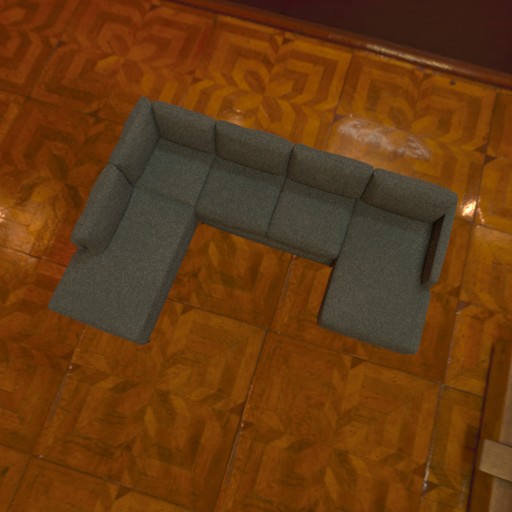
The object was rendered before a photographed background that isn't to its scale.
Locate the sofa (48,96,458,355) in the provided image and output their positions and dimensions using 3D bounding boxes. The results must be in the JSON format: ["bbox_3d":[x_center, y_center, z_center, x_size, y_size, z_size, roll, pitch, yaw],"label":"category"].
[{"bbox_3d":[0.000,0.000,3.744,2.956,0.813,2.007,19,74,6],"label":"sofa"}]
